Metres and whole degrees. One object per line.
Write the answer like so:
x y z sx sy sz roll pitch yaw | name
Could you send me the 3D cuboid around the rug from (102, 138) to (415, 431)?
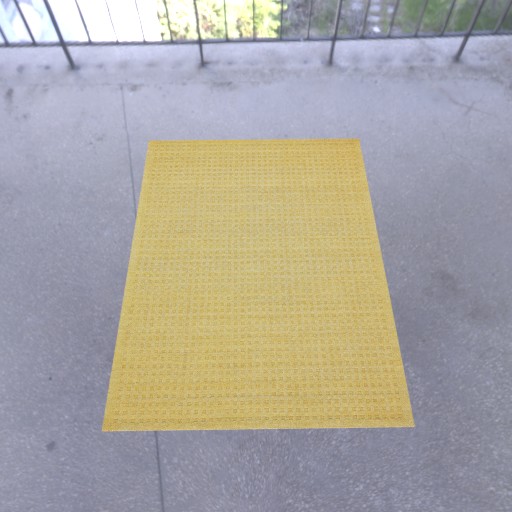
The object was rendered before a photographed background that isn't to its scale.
0.000 0.000 4.383 2.486 0.015 3.242 -1 58 0 | rug
